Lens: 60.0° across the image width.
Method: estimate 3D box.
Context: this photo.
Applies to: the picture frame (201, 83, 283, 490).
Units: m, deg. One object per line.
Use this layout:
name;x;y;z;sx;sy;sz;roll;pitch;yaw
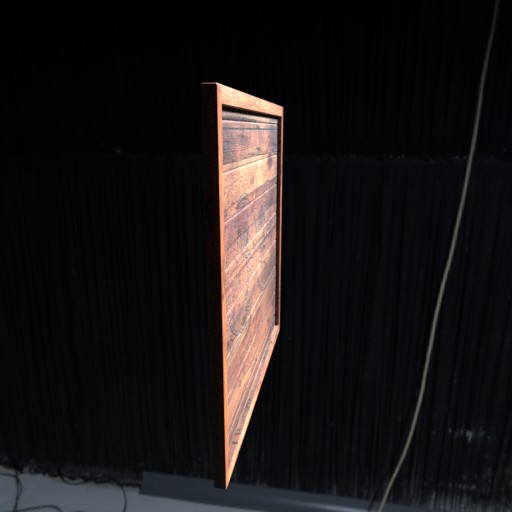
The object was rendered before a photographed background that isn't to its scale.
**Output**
picture frame;0.000;0.000;1.222;0.029;0.817;0.810;3;16;11
